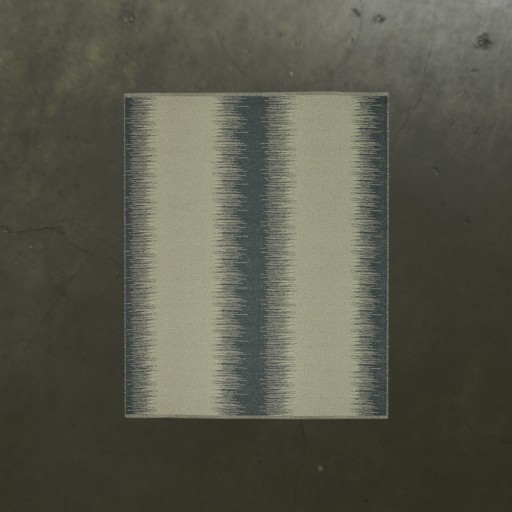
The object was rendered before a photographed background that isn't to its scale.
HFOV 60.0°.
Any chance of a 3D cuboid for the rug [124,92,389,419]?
[{"bbox_3d":[0.000,0.000,4.118,2.453,0.004,3.037,0,90,1],"label":"rug"}]
